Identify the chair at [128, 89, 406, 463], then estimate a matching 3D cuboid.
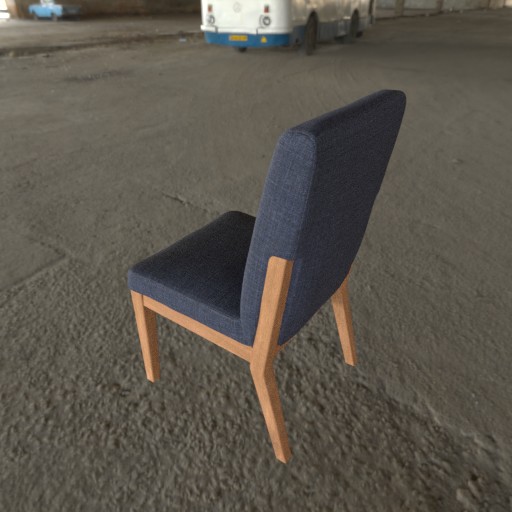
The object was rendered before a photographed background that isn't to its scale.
[{"bbox_3d":[0.000,0.000,1.278,0.586,0.911,0.507,20,36,29],"label":"chair"}]
